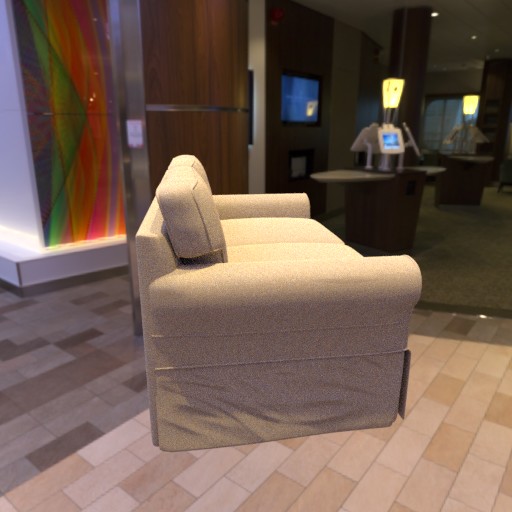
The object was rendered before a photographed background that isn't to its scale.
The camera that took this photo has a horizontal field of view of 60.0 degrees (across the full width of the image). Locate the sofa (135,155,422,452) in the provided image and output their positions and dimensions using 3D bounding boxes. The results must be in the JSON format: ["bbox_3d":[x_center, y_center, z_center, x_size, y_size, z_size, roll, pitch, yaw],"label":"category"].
[{"bbox_3d":[0.000,0.000,2.300,0.991,0.940,1.727,-2,17,-8],"label":"sofa"}]
